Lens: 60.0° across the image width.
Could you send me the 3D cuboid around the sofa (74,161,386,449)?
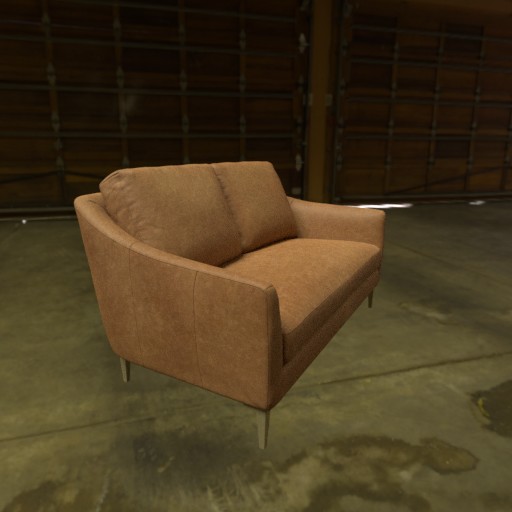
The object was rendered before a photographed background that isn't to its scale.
[{"bbox_3d":[0.000,0.000,2.219,0.960,0.902,1.619,7,16,27],"label":"sofa"}]
